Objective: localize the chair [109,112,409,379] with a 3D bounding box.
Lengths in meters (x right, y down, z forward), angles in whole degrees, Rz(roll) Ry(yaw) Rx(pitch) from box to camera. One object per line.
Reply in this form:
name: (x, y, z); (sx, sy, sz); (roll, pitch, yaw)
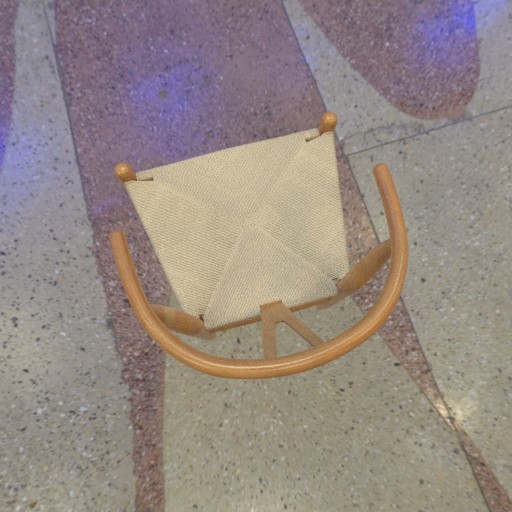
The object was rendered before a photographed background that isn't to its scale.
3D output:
chair: (0.000, 0.000, 1.127); (0.569, 0.730, 0.579); (-15, 77, -4)
